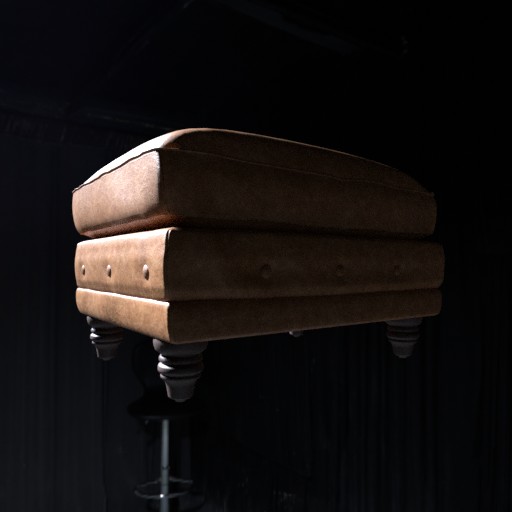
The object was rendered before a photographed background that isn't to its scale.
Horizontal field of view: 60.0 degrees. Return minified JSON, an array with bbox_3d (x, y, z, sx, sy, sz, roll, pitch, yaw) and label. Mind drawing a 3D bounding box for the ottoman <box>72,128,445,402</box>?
[{"bbox_3d":[0.000,0.000,1.039,0.710,0.480,0.533,1,-2,-36],"label":"ottoman"}]
